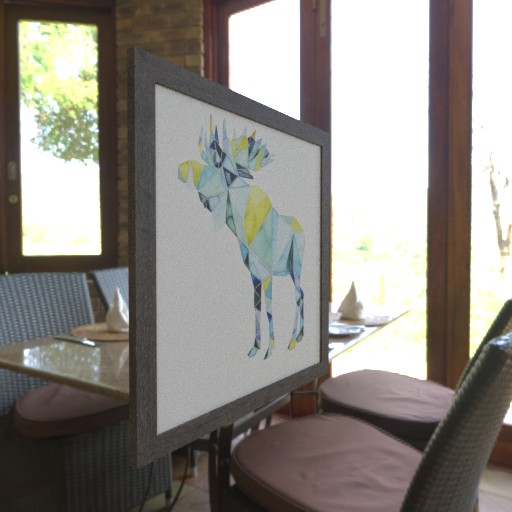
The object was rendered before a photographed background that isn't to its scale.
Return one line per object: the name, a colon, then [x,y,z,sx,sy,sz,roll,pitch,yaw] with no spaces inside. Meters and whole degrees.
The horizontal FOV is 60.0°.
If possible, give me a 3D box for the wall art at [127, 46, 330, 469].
wall art: [0.000,0.000,0.666,0.013,0.457,0.457,1,2,36]
